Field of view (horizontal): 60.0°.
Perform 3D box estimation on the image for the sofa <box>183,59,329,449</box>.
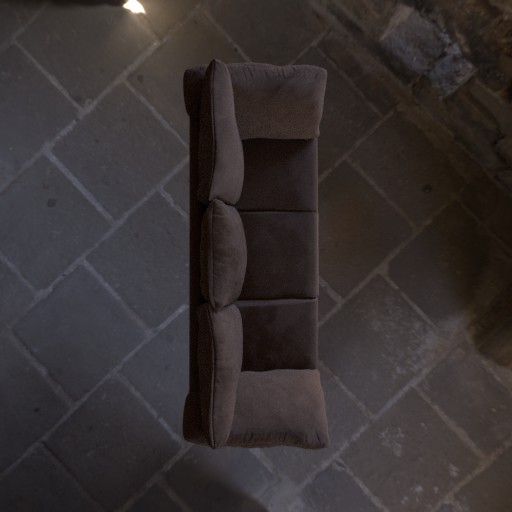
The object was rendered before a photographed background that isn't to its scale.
[{"bbox_3d":[0.000,0.000,2.915,0.878,1.015,2.336,0,89,0],"label":"sofa"}]
